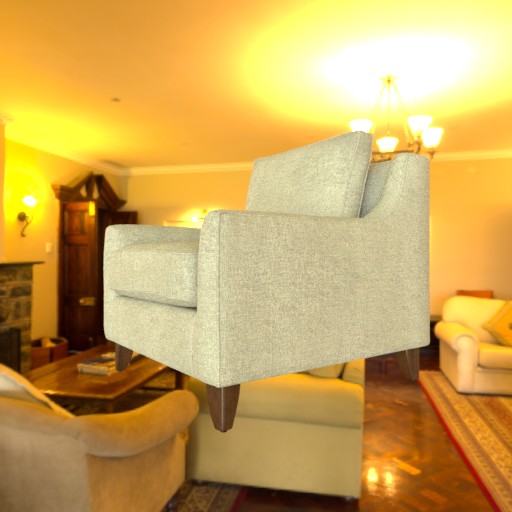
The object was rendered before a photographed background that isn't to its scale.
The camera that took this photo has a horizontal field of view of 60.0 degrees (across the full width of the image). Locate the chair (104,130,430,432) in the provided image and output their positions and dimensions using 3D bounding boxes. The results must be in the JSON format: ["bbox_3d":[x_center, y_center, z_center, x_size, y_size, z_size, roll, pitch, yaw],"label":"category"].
[{"bbox_3d":[0.000,0.000,1.596,0.918,0.864,0.838,0,0,-37],"label":"chair"}]
